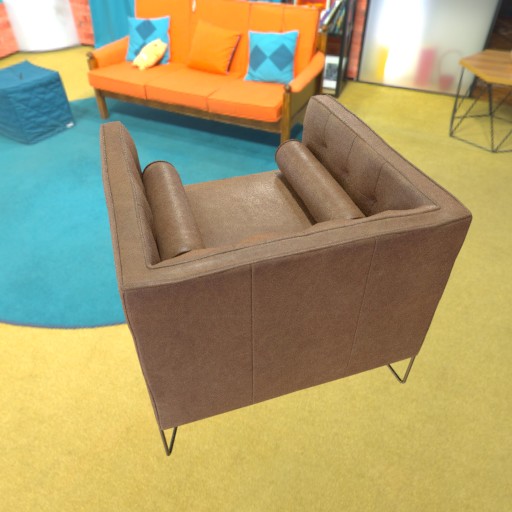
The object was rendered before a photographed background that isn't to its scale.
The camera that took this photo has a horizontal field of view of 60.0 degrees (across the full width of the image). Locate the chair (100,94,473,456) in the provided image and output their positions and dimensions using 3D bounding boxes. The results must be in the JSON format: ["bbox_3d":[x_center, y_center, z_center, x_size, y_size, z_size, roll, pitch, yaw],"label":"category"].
[{"bbox_3d":[0.000,0.000,1.603,0.920,0.797,0.912,-12,43,-13],"label":"chair"}]
